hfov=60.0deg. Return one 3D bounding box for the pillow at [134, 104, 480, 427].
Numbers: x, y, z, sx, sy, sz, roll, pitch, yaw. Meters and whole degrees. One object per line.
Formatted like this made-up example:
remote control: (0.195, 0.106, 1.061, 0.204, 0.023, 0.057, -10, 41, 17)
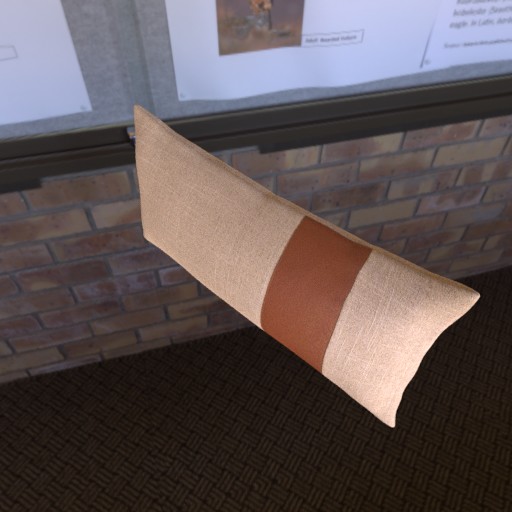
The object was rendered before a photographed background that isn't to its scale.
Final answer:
pillow: (0.000, 0.000, 0.710, 0.612, 0.282, 0.155, 34, 55, 28)
